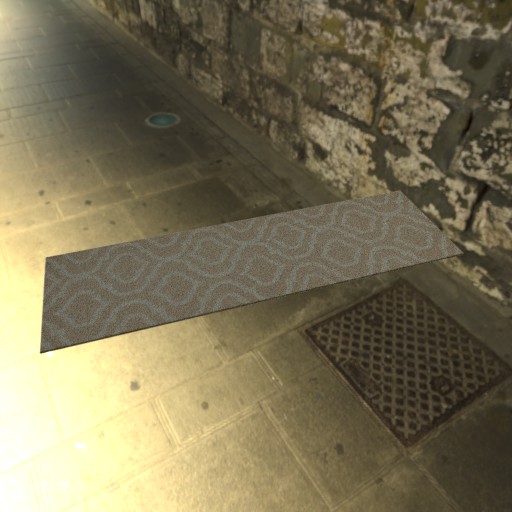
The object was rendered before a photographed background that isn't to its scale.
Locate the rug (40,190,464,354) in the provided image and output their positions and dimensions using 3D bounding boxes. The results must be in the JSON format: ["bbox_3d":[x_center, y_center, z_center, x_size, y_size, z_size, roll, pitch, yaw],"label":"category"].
[{"bbox_3d":[0.000,0.000,2.528,2.289,0.013,0.691,-12,43,-13],"label":"rug"}]
